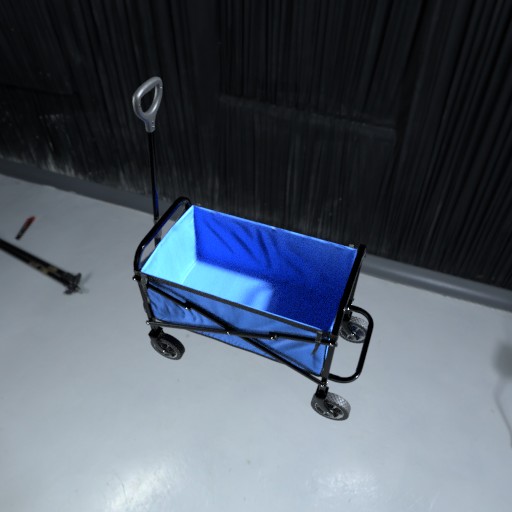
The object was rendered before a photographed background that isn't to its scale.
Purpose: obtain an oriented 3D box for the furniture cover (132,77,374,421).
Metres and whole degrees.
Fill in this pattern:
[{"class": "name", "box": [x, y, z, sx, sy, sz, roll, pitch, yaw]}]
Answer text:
[{"class": "furniture cover", "box": [0.000, 0.000, 1.767, 1.038, 1.295, 0.532, 16, 48, 15]}]
